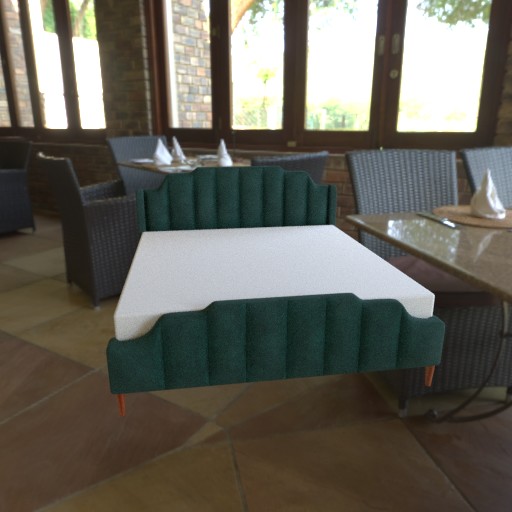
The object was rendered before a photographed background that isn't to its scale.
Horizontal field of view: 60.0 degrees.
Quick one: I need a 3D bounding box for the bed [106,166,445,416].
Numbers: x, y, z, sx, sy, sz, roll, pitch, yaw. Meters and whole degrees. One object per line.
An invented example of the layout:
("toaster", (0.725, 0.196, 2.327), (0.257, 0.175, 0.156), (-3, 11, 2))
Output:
("bed", (0.000, 0.000, 3.658), (2.074, 1.245, 2.340), (-3, 17, -9))
